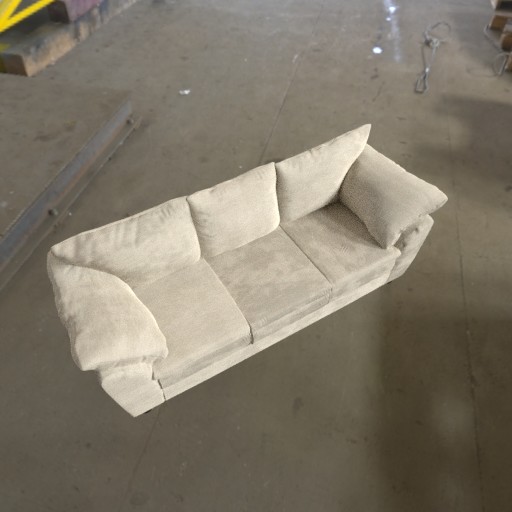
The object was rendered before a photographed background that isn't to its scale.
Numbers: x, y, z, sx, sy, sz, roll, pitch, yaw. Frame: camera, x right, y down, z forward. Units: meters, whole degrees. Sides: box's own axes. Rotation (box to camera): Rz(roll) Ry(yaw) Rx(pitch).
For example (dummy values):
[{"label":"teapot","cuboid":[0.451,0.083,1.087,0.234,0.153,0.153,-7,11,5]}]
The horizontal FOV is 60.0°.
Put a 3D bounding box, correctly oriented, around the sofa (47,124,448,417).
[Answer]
[{"label":"sofa","cuboid":[0.000,0.000,2.855,2.377,0.981,0.893,-24,52,-21]}]
